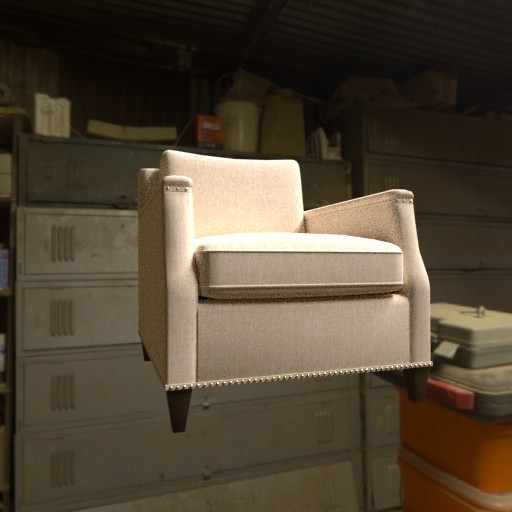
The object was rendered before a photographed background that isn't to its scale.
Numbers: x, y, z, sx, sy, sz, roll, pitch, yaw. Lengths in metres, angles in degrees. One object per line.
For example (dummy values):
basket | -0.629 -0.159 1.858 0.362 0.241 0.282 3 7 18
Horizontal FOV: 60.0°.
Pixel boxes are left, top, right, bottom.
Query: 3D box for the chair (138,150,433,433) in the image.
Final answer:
chair | 0.000 0.000 1.742 0.838 0.940 1.041 0 -1 -19
